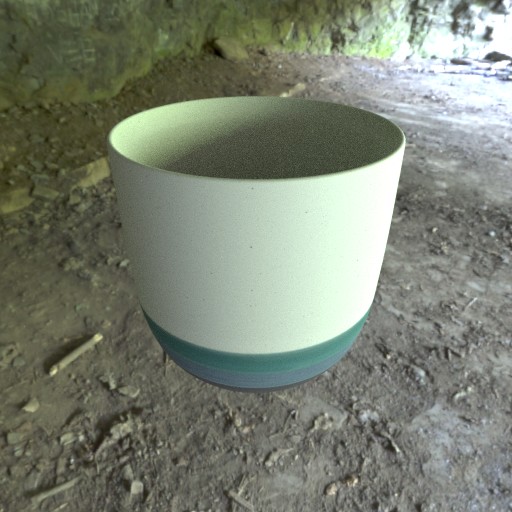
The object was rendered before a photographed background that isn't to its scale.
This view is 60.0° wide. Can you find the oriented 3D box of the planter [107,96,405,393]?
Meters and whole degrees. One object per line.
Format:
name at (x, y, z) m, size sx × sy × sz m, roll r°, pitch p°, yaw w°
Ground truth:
planter at (0.000, 0.000, 0.369) m, size 0.204 × 0.214 × 0.204 m, roll 0°, pitch 31°, yaw 0°
